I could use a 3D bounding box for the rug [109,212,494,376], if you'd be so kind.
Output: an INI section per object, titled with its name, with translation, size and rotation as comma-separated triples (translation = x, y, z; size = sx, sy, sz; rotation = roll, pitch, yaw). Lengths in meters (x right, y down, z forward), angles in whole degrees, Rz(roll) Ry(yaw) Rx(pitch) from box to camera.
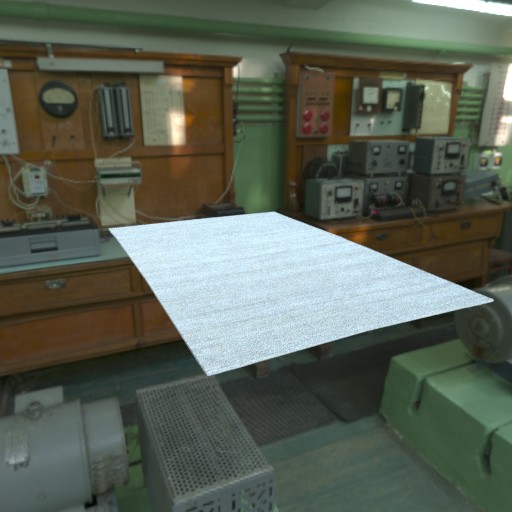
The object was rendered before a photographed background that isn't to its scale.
[rug]
translation = 0.000, 0.000, 2.242
size = 1.179, 0.022, 1.820
rotation = -8, 19, -24
